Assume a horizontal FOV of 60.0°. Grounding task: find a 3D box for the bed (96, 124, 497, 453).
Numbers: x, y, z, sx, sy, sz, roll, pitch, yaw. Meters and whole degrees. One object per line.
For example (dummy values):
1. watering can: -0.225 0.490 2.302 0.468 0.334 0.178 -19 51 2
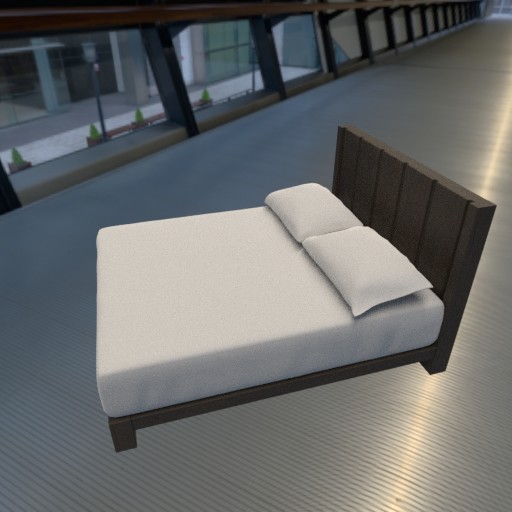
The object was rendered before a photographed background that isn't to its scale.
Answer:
1. bed: 0.000 0.000 3.191 2.242 1.270 1.727 -9 32 -14
